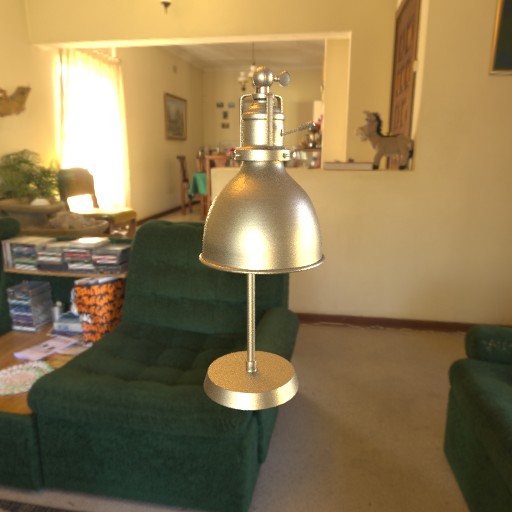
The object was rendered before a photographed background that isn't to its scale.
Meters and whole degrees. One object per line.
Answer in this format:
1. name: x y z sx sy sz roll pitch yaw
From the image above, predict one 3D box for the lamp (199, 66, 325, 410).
1. lamp: 0.000 0.000 0.601 0.153 0.456 0.286 -2 14 -7
